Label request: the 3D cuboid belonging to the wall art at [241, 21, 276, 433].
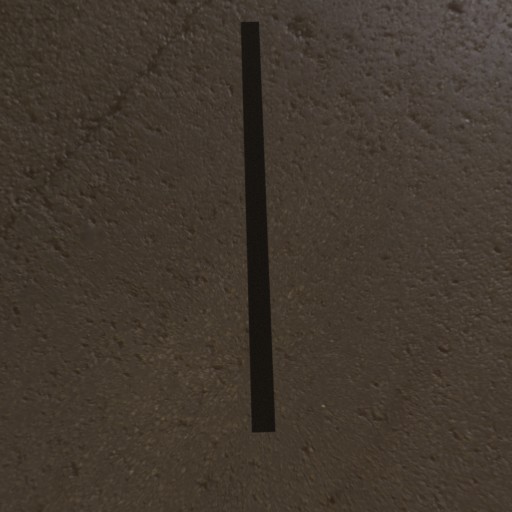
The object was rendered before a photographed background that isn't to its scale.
[{"bbox_3d":[0.000,0.000,1.149,0.037,0.760,0.762,-2,75,0],"label":"wall art"}]
